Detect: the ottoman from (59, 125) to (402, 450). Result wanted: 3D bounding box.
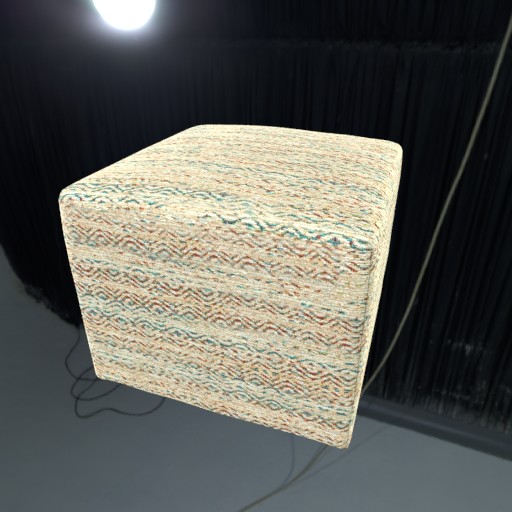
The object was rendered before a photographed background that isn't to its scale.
[{"bbox_3d":[0.000,0.000,0.924,0.512,0.453,0.521,10,31,17],"label":"ottoman"}]
